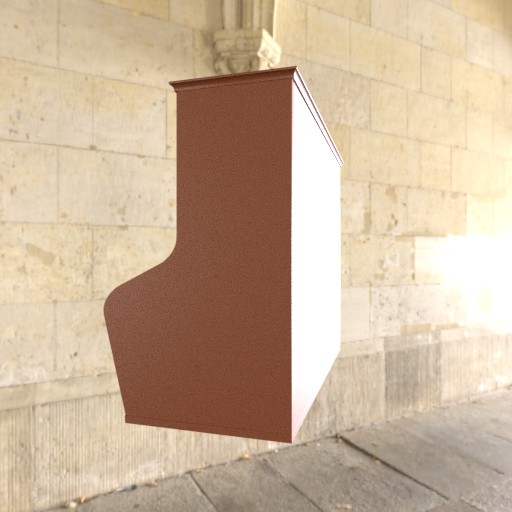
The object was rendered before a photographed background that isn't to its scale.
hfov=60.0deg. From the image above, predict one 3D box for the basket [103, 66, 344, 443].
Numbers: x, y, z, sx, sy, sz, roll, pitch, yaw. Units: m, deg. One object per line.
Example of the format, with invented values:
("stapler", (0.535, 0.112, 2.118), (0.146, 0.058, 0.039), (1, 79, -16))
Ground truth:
("basket", (0.000, 0.000, 1.160), (0.376, 0.625, 0.792), (0, 0, 17))
